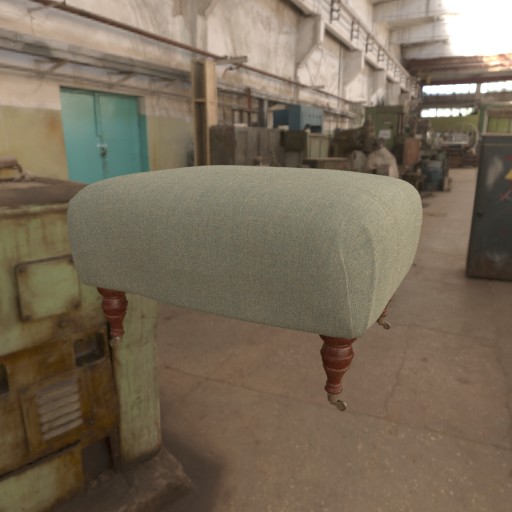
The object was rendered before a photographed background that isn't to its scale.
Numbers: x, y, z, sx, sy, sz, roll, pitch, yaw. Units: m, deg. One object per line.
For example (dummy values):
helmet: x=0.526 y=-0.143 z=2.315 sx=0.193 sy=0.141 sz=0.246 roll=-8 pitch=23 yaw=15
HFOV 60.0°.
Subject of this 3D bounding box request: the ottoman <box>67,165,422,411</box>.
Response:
ottoman: x=0.000 y=0.000 z=1.147 sx=0.747 sy=0.450 sz=0.622 roll=7 pitch=17 yaw=26
